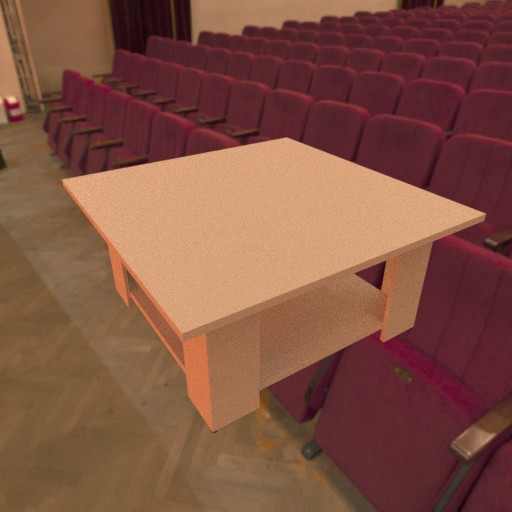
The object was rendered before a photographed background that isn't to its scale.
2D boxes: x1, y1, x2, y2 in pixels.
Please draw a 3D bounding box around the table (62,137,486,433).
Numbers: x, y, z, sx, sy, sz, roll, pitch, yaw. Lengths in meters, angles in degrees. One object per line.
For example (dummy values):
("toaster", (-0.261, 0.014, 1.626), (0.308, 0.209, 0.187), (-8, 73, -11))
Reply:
("table", (0.000, 0.000, 1.054), (0.670, 0.305, 0.670), (-18, 35, -28))
